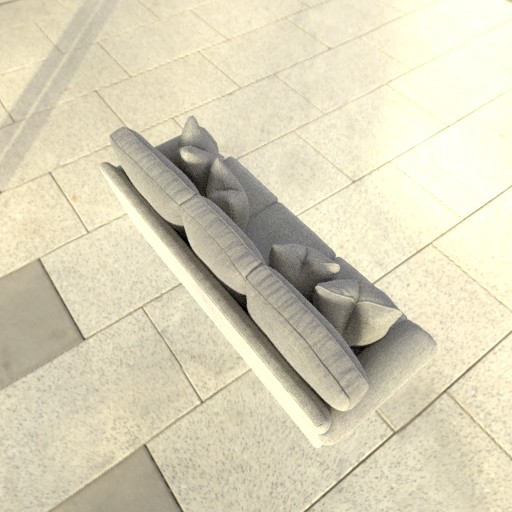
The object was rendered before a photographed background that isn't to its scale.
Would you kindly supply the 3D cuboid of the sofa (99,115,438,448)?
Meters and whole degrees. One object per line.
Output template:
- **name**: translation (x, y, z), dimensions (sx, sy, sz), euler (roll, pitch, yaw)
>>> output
- **sofa**: translation (0.000, 0.000, 2.859), dimensions (0.965, 0.975, 2.312), euler (-33, 62, -20)
